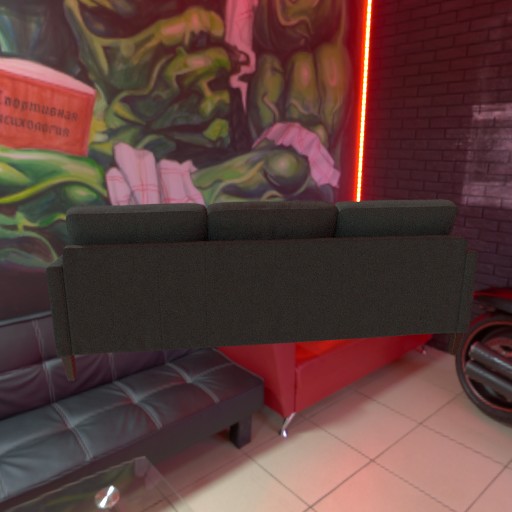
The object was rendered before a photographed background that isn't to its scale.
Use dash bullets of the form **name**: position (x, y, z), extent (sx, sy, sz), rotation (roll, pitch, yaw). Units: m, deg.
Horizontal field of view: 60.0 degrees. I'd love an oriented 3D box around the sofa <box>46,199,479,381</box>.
- **sofa**: position (0.000, 0.000, 2.937), extent (2.178, 0.876, 1.506), rotation (-2, 14, -8)
